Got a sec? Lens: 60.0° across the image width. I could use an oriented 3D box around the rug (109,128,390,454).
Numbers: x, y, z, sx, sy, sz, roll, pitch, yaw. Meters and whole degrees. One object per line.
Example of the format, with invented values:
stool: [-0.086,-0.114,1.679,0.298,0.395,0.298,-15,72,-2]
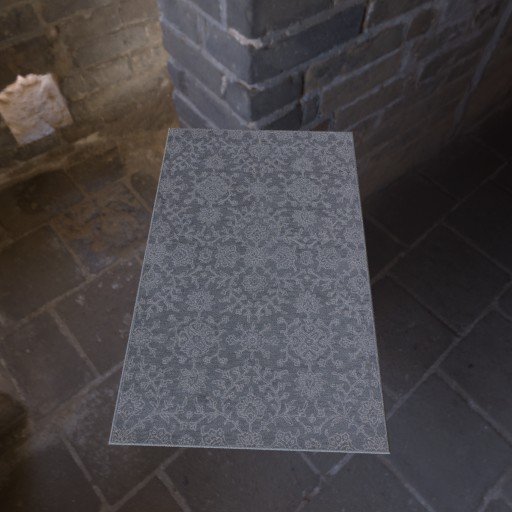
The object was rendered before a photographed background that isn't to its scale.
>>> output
rug: [0.000,0.000,3.014,1.515,0.010,2.430,2,59,1]
